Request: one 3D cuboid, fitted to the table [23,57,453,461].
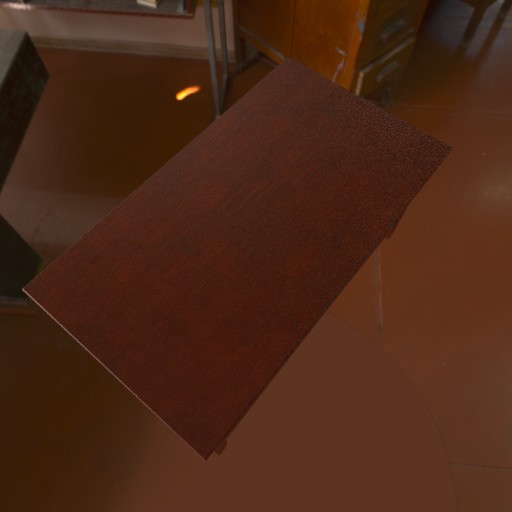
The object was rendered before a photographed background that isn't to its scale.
[{"bbox_3d":[0.000,0.000,1.245,0.533,0.456,0.943,36,68,17],"label":"table"}]
